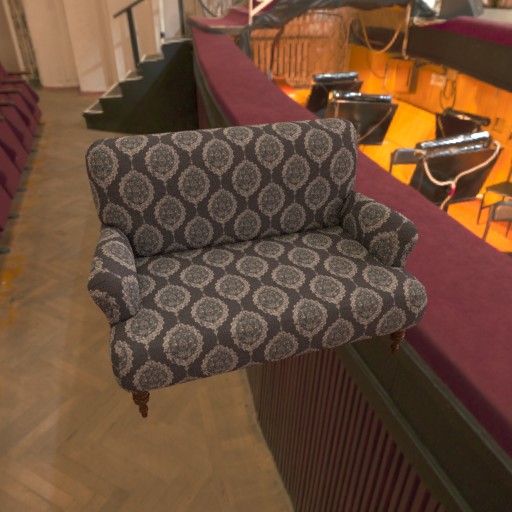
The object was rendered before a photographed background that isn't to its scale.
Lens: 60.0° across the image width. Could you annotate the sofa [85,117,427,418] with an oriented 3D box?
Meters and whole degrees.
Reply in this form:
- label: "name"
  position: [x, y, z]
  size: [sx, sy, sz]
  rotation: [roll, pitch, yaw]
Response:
- label: "sofa"
  position: [0.000, 0.000, 1.835]
  size: [1.297, 0.867, 0.779]
  rotation: [-10, 33, -15]
